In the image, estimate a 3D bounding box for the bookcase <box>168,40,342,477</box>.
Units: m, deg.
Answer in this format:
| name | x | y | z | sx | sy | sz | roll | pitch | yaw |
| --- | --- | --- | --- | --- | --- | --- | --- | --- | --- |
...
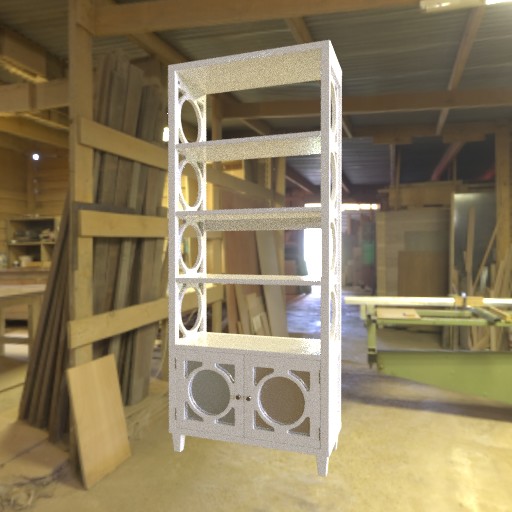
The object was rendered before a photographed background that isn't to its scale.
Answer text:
| name | x | y | z | sx | sy | sz | roll | pitch | yaw |
| --- | --- | --- | --- | --- | --- | --- | --- | --- | --- |
| bookcase | 0.000 | 0.000 | 2.116 | 0.761 | 1.869 | 0.361 | 0 | 1 | 19 |
